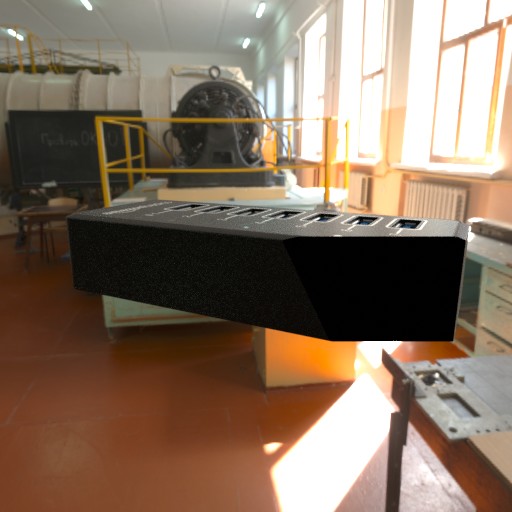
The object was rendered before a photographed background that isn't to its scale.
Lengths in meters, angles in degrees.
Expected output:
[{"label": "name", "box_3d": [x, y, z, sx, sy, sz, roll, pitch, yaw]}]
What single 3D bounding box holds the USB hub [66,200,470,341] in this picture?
[{"label": "USB hub", "box_3d": [0.000, 0.000, 0.130, 0.110, 0.023, 0.044, 7, 16, 26]}]
